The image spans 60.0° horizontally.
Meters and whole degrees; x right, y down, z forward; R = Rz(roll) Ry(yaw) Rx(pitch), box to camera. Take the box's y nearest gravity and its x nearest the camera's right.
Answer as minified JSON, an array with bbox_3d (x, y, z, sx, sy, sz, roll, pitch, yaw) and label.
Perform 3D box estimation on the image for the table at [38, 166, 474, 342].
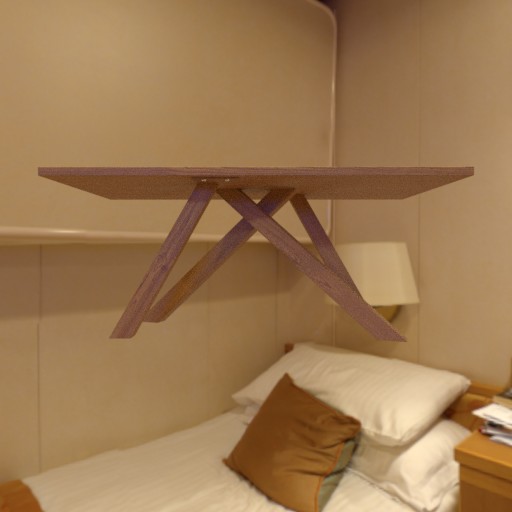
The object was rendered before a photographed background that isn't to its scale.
[{"bbox_3d":[0.000,0.000,2.281,1.797,0.750,0.901,0,1,0],"label":"table"}]
